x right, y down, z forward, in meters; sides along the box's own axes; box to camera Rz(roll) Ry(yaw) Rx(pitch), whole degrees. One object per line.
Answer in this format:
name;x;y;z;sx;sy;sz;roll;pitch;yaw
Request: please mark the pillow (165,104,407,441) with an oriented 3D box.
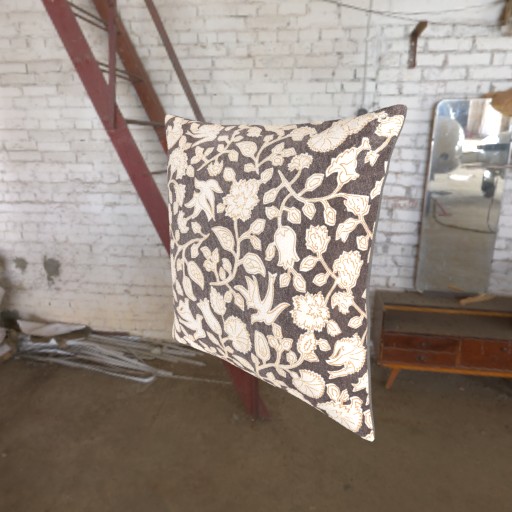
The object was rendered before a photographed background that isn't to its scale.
pillow;0.000;0.000;0.809;0.526;0.507;0.166;15;21;42
